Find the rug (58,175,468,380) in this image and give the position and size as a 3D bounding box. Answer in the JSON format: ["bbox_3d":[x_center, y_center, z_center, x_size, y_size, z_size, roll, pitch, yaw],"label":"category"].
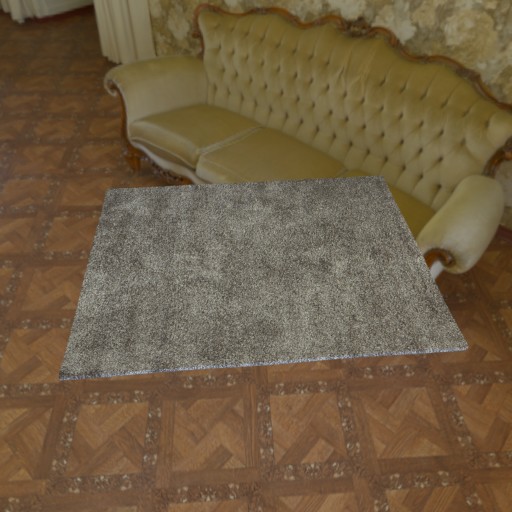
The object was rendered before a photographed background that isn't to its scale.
[{"bbox_3d":[0.000,0.000,2.147,1.601,0.025,1.198,-3,45,-3],"label":"rug"}]
